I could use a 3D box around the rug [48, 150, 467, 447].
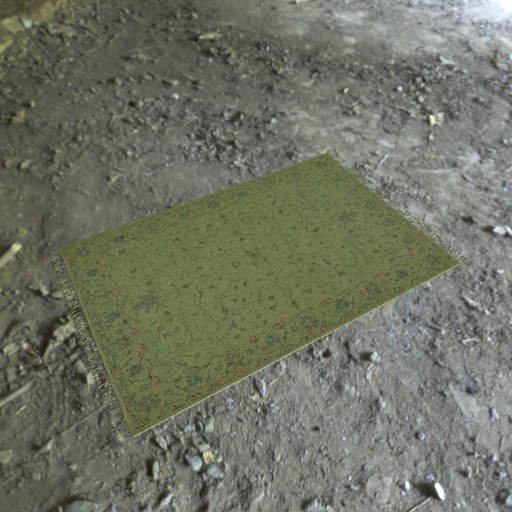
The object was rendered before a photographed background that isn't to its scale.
[{"bbox_3d":[0.000,0.000,3.019,2.435,0.010,1.544,-23,51,-20],"label":"rug"}]
